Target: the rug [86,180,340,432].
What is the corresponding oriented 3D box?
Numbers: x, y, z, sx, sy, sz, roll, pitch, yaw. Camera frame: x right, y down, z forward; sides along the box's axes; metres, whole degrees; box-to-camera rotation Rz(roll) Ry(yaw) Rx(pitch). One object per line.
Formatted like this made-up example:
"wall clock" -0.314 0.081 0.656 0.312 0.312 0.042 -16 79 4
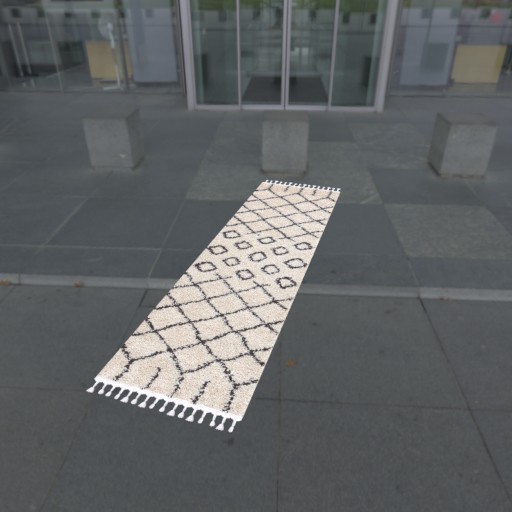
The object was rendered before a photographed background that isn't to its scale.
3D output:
"rug" 0.000 0.000 2.726 0.660 0.005 2.464 10 32 16
